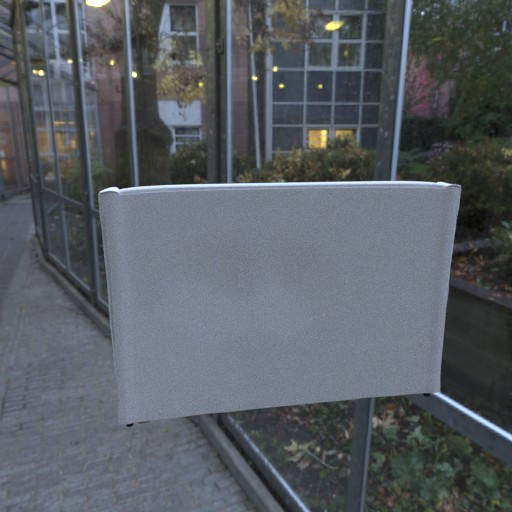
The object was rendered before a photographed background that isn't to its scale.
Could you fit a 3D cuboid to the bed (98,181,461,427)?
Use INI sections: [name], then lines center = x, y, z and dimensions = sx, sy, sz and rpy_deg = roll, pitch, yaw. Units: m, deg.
[bed]
center = 0.000, 0.000, 3.488
dimensions = 1.925, 1.332, 2.276
rpy_deg = -2, 15, -9
